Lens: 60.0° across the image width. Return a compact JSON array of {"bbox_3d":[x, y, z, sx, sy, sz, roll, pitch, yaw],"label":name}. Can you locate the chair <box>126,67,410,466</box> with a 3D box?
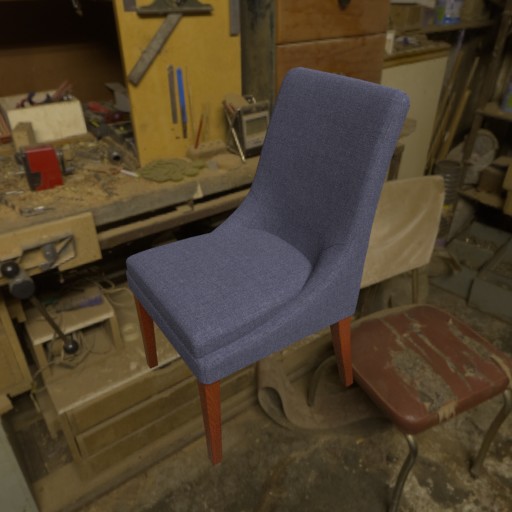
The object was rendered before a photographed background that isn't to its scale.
[{"bbox_3d":[0.000,0.000,1.332,0.655,0.952,0.508,-20,37,-29],"label":"chair"}]
